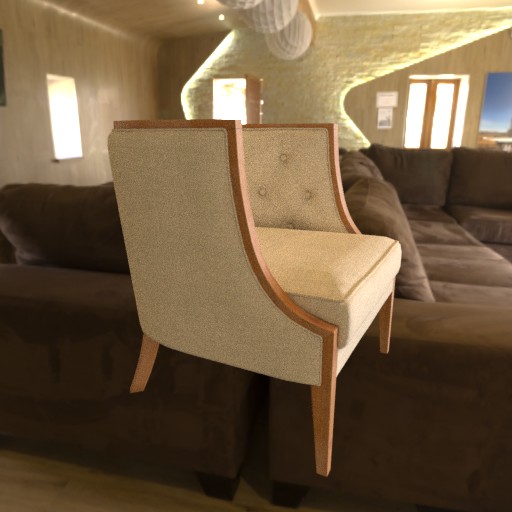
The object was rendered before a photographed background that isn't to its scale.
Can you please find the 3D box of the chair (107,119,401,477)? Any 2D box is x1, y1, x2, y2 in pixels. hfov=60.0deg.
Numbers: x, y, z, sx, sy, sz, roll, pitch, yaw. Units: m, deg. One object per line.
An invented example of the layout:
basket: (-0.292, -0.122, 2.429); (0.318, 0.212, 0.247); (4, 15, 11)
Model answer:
chair: (0.000, 0.000, 1.339); (0.757, 0.775, 0.711); (8, 18, 26)
